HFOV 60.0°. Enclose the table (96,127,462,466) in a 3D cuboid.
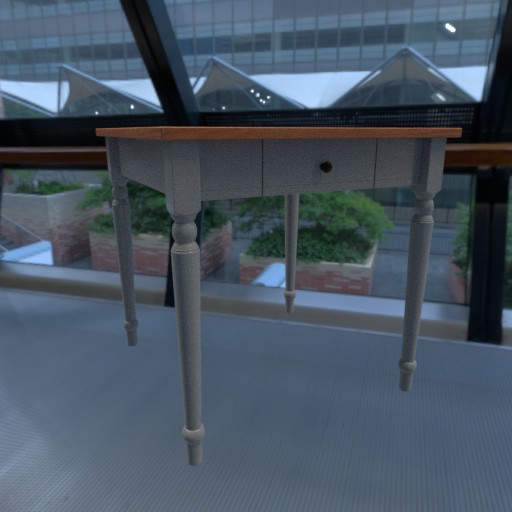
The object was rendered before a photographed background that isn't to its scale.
[{"bbox_3d":[0.000,0.000,1.335,0.747,0.738,0.747,-8,18,-26],"label":"table"}]
